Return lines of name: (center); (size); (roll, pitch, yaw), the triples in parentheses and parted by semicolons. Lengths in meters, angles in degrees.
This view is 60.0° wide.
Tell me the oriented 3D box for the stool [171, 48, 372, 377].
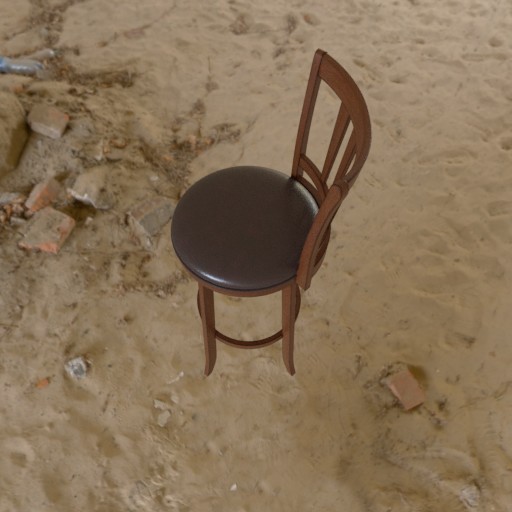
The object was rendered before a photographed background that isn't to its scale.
stool: (0.000, 0.000, 1.455); (0.503, 1.177, 0.464); (0, 57, 0)
